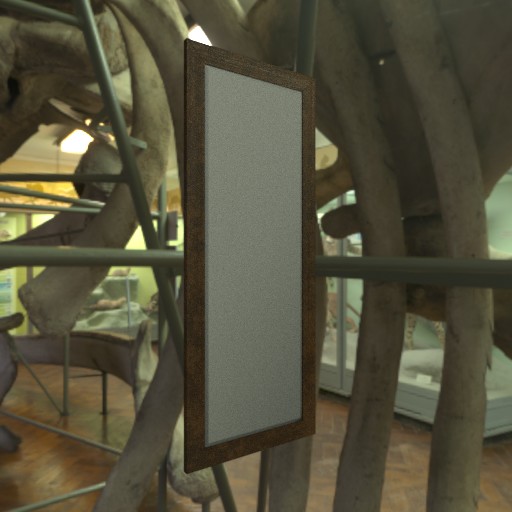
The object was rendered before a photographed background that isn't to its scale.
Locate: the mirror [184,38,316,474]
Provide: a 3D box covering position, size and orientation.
[{"bbox_3d":[0.000,0.000,2.310,0.812,2.031,0.032,0,0,-35],"label":"mirror"}]
